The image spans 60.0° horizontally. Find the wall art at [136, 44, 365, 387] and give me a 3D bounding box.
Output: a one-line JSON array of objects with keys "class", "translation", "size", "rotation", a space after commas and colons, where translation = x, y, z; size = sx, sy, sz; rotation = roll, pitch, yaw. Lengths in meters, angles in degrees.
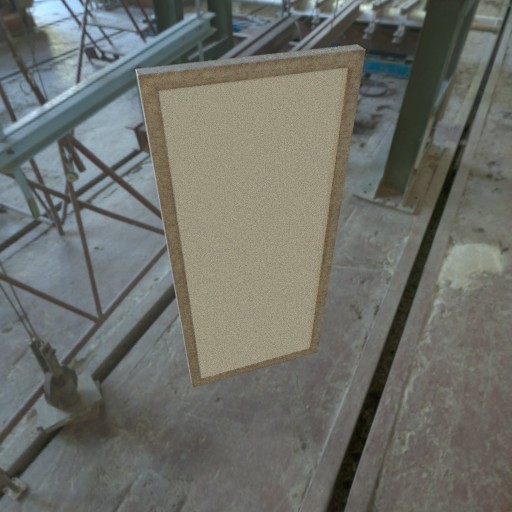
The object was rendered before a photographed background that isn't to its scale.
[{"class": "wall art", "translation": [0.000, 0.000, 1.707], "size": [0.648, 1.461, 0.051], "rotation": [-12, 44, -13]}]
